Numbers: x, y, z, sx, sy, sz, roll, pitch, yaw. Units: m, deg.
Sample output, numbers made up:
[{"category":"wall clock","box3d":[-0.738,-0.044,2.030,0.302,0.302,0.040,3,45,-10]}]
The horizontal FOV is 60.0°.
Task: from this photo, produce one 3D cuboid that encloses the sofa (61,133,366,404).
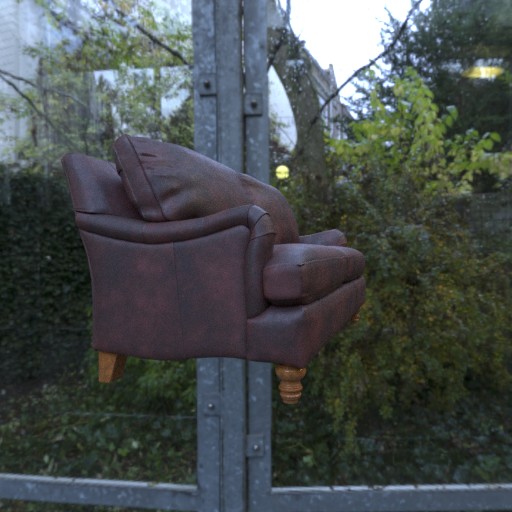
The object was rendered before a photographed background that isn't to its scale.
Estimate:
[{"category":"sofa","box3d":[0.000,0.000,2.731,1.147,1.071,2.144,0,1,19]}]
